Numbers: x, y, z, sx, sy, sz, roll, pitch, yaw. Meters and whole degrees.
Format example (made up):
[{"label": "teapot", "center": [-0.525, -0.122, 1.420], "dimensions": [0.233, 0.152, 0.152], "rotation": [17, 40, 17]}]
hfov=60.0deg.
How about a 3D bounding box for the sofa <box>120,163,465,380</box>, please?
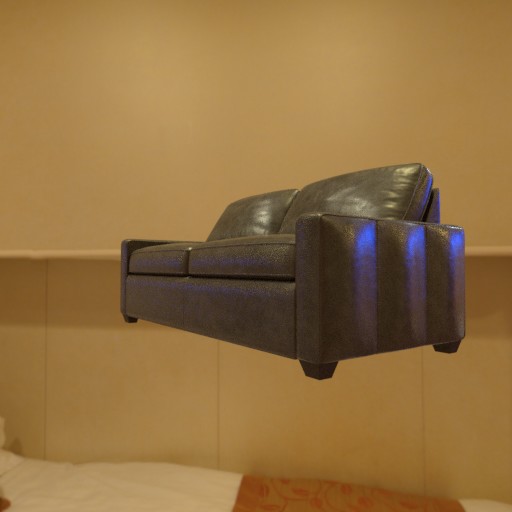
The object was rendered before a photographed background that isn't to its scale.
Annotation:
[{"label": "sofa", "center": [0.000, 0.000, 2.614], "dimensions": [0.939, 0.916, 2.081], "rotation": [1, -2, -36]}]
